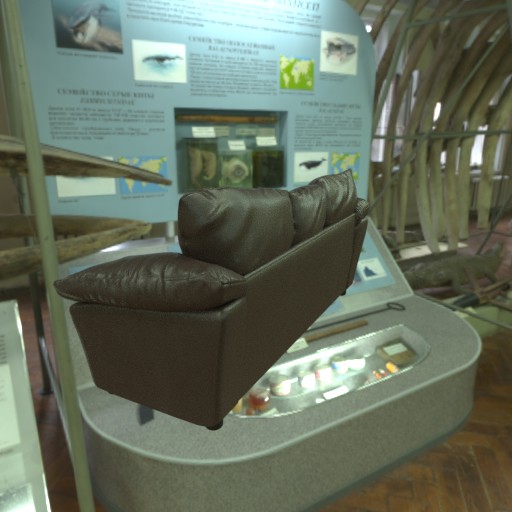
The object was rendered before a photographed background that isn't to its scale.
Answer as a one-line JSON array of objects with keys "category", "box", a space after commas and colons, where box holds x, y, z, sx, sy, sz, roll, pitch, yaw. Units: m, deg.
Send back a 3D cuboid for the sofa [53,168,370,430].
[{"category": "sofa", "box": [0.000, 0.000, 2.822, 0.907, 1.091, 2.390, 8, 18, 27]}]
